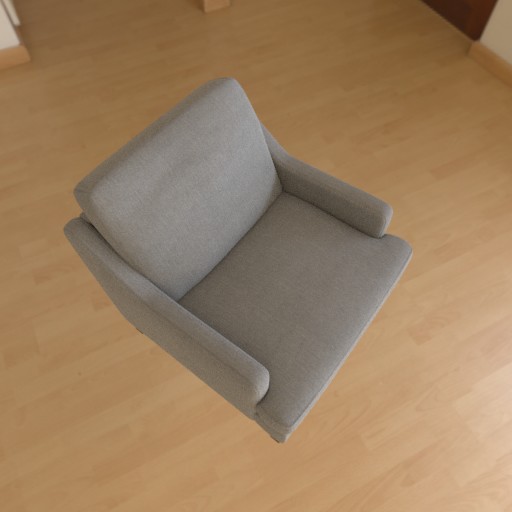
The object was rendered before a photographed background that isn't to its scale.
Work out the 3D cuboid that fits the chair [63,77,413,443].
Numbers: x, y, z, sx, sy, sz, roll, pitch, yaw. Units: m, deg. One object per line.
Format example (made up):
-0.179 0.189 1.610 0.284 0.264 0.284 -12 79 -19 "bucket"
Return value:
0.000 0.000 1.567 0.892 0.821 0.826 33 64 19 "chair"
